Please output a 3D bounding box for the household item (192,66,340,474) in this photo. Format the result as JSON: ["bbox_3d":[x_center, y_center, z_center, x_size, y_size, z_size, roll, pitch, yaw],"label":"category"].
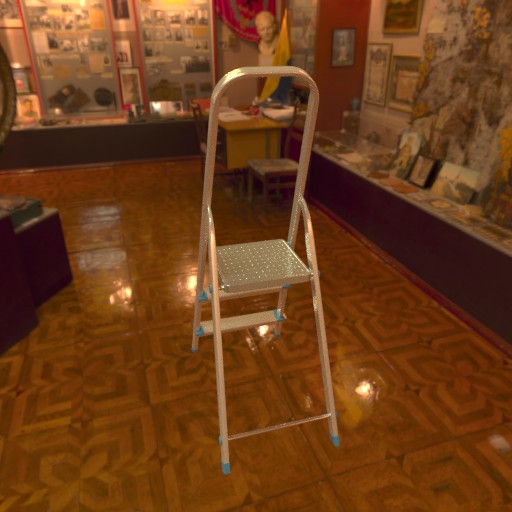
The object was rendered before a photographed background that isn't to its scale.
[{"bbox_3d":[0.000,0.000,1.527,0.420,1.215,0.687,-7,27,-14],"label":"household item"}]
